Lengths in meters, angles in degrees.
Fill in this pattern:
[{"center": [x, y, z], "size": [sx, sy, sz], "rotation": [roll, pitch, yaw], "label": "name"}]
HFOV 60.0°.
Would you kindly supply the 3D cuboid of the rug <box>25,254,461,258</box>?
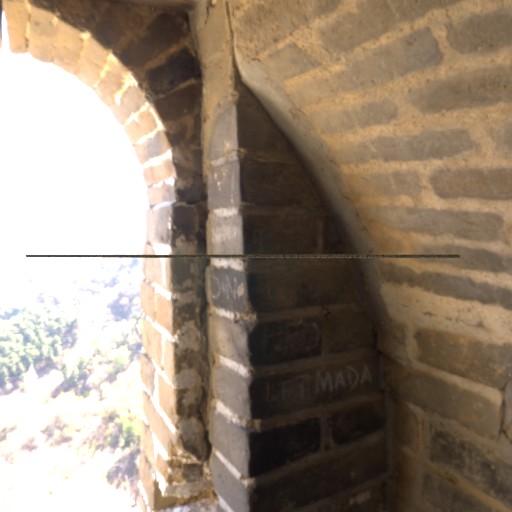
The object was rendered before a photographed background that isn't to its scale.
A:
[{"center": [0.000, 0.000, 2.881], "size": [2.263, 0.017, 1.523], "rotation": [0, 0, 18], "label": "rug"}]
